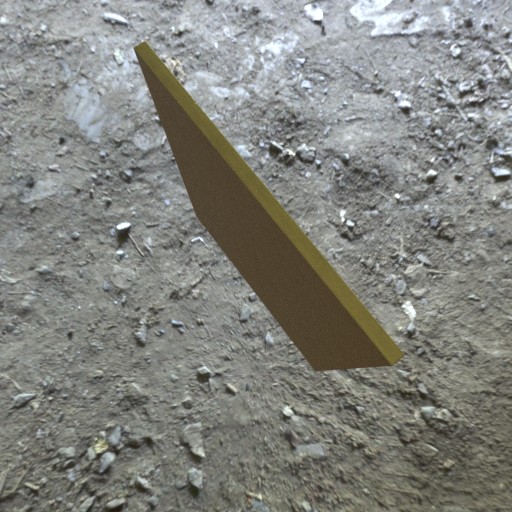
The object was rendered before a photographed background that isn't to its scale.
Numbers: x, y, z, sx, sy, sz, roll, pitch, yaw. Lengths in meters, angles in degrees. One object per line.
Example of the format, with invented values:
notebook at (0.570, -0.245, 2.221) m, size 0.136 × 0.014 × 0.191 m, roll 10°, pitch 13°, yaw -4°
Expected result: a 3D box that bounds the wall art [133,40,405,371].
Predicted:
wall art at (0.000, 0.000, 1.316) m, size 0.030 × 1.002 × 0.798 m, roll -36°, pitch 78°, yaw -9°
